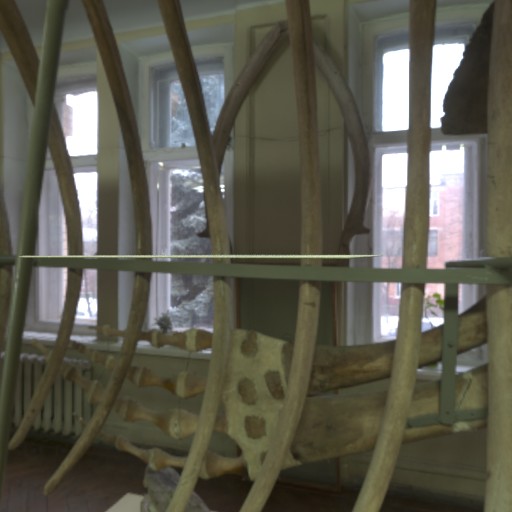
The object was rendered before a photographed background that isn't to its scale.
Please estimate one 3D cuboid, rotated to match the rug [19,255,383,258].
[{"bbox_3d":[0.000,0.000,3.005,1.541,0.008,2.448,0,0,19],"label":"rug"}]
